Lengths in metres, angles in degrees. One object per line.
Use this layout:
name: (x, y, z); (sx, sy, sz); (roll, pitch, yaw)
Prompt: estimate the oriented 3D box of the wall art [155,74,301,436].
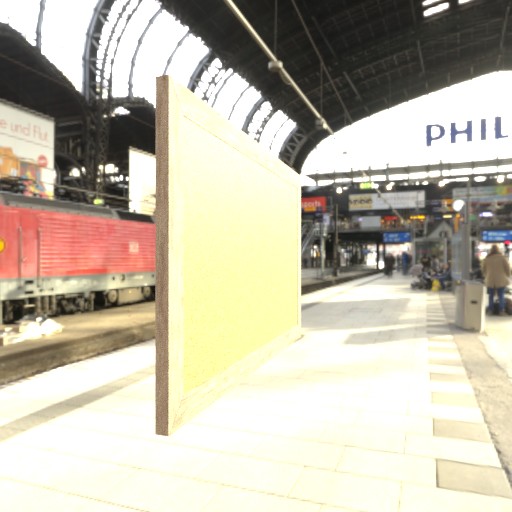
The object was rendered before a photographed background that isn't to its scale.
wall art: (0.000, 0.000, 0.958); (0.021, 0.480, 0.780); (0, 0, 19)
